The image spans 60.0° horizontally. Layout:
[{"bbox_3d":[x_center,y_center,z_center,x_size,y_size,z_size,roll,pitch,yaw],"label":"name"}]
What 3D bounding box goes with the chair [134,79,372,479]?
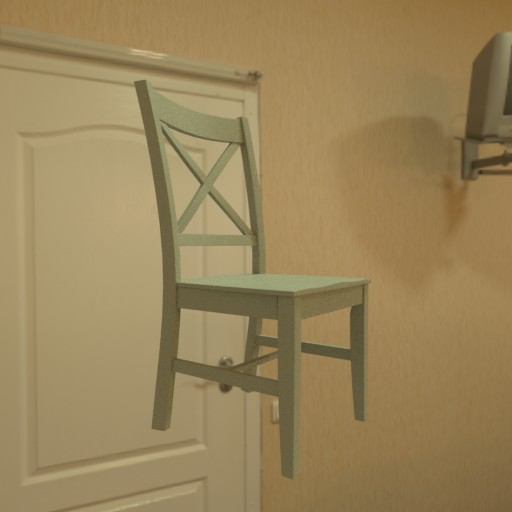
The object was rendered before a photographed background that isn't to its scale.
[{"bbox_3d":[0.000,0.000,1.304,0.542,0.983,0.485,1,2,36],"label":"chair"}]
